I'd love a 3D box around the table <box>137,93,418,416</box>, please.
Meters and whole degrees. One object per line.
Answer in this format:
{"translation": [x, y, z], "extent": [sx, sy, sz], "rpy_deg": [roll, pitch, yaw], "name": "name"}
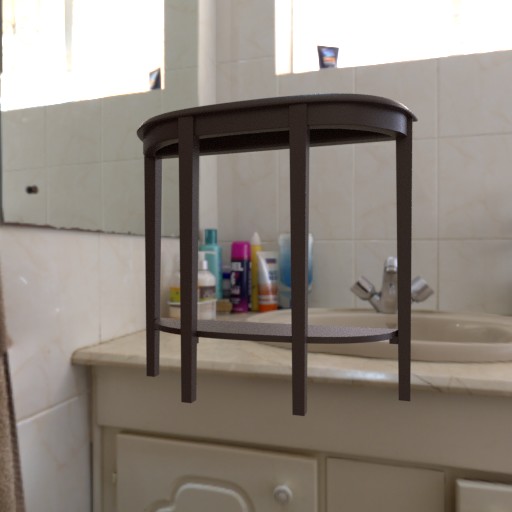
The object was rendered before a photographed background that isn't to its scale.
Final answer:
{"translation": [0.000, 0.000, 1.309], "extent": [0.909, 0.831, 0.274], "rpy_deg": [0, 0, 18], "name": "table"}
